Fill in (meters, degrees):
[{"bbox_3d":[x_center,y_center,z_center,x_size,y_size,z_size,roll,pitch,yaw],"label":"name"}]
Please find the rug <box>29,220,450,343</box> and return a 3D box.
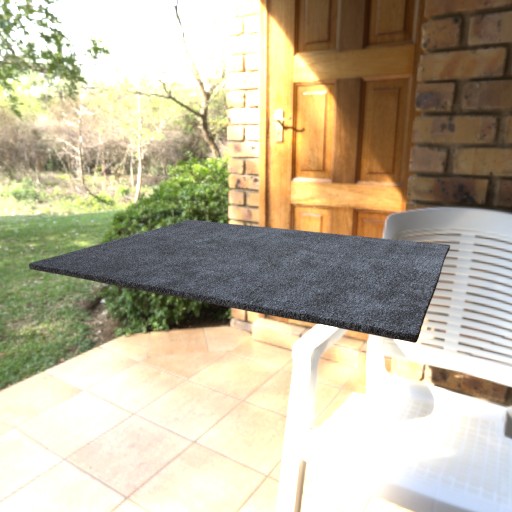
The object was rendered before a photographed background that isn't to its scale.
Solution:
[{"bbox_3d":[0.000,0.000,2.081,1.601,0.025,1.198,7,17,26],"label":"rug"}]
